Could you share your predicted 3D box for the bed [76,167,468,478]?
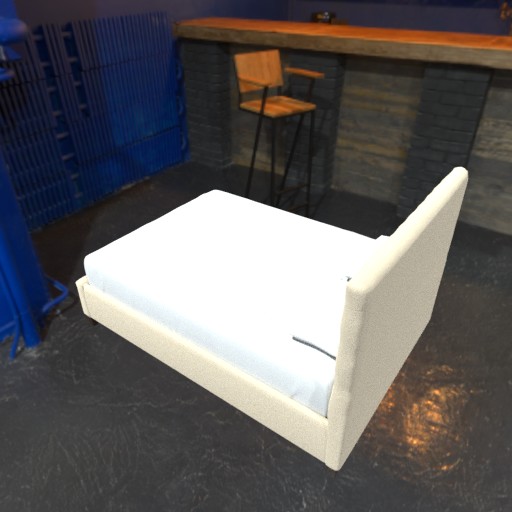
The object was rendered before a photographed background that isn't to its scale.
[{"bbox_3d":[0.000,0.000,3.386,2.387,1.427,1.698,22,39,30],"label":"bed"}]
